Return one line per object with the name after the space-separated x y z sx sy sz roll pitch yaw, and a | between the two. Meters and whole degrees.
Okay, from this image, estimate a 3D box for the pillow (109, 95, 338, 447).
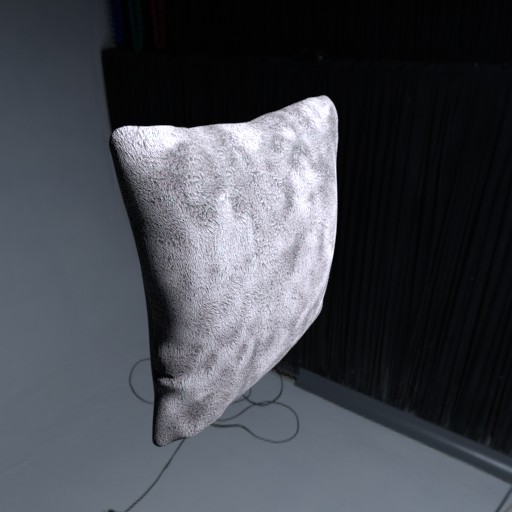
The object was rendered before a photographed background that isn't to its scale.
0.000 0.000 0.792 0.204 0.520 0.522 18 32 31 | pillow
